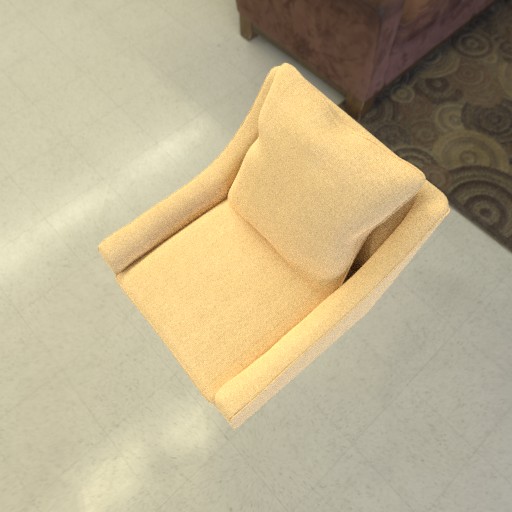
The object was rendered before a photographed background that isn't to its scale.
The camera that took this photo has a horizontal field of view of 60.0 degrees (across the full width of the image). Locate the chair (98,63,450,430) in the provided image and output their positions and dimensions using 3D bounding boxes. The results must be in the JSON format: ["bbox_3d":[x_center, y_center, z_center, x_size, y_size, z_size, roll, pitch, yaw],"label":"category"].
[{"bbox_3d":[0.000,0.000,1.588,0.876,0.927,0.760,-37,71,-16],"label":"chair"}]
